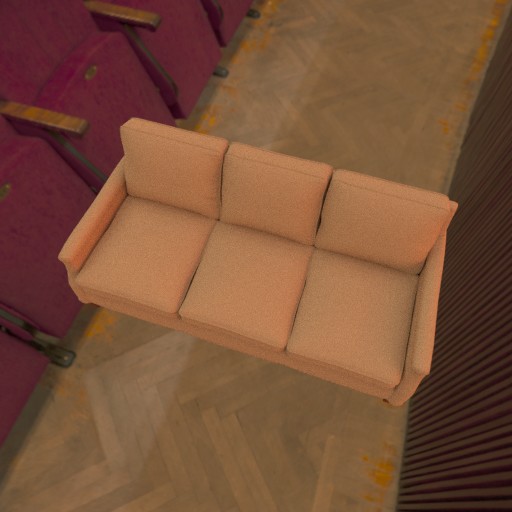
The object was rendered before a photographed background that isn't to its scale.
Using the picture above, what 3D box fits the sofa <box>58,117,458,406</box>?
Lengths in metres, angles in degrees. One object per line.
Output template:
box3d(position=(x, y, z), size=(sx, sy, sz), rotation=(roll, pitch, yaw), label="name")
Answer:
box3d(position=(0.000, 0.000, 2.833), size=(2.246, 1.003, 1.084), rotation=(16, 61, 9), label="sofa")
